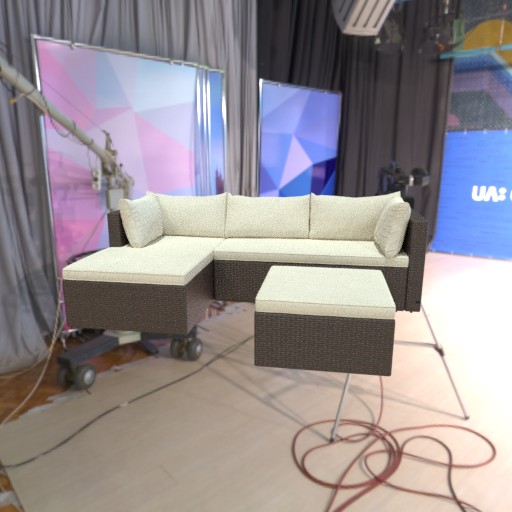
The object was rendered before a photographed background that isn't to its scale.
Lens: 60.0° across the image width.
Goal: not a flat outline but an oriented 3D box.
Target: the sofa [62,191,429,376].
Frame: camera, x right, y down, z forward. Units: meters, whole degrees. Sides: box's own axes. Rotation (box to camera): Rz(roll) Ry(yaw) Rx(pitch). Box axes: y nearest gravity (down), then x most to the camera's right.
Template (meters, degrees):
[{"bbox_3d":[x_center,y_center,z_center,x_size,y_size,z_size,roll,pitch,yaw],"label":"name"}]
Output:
[{"bbox_3d":[0.000,0.000,2.941,2.192,0.766,1.612,2,14,9],"label":"sofa"}]
